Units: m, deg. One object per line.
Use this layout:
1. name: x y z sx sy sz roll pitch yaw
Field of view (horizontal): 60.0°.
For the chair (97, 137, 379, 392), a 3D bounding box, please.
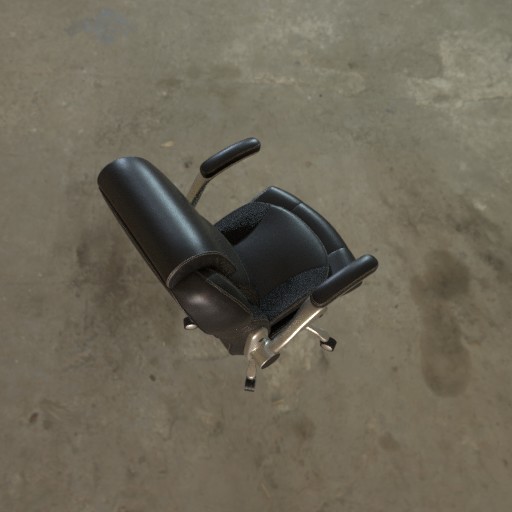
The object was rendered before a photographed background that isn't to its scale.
1. chair: 0.000 0.000 1.663 0.801 1.141 0.724 -32 64 -17
